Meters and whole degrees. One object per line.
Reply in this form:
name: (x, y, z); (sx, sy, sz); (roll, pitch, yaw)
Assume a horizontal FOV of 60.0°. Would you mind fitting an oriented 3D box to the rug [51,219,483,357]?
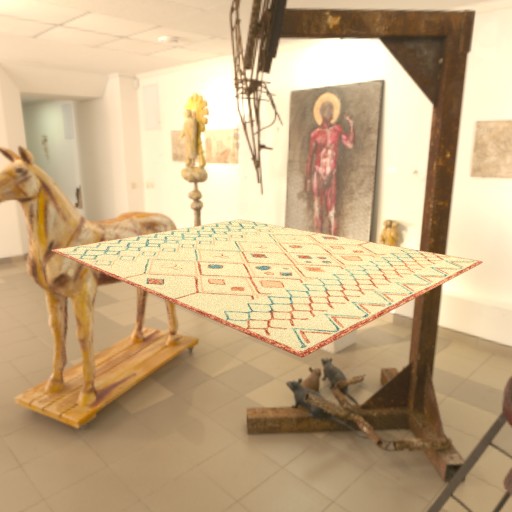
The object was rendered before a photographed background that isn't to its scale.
rug: (0.000, 0.000, 3.993); (3.050, 0.016, 2.441); (14, 20, 43)
